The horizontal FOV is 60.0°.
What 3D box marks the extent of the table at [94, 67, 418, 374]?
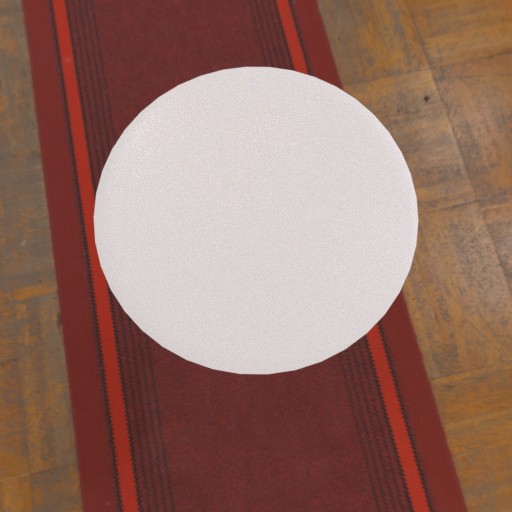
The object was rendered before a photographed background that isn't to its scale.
[{"bbox_3d":[0.000,0.000,1.019,0.513,0.653,0.513,0,76,0],"label":"table"}]
